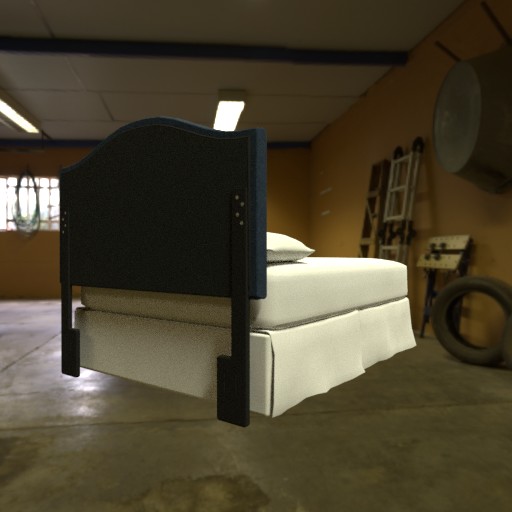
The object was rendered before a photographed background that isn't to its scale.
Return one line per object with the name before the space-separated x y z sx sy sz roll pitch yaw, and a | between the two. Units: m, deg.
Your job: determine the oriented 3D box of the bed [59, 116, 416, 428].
bed | 0.000 0.000 3.272 1.713 1.518 2.153 0 0 36
